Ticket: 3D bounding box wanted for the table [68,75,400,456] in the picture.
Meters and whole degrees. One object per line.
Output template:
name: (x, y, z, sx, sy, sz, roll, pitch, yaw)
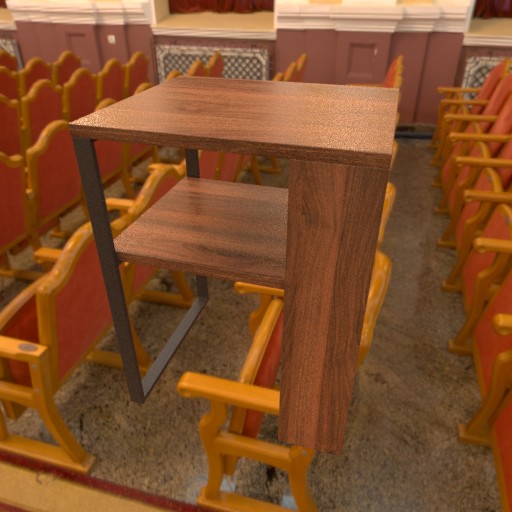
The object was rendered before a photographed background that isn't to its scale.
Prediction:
table: (0.000, 0.000, 1.558, 0.786, 1.041, 0.660, 9, 33, 14)
